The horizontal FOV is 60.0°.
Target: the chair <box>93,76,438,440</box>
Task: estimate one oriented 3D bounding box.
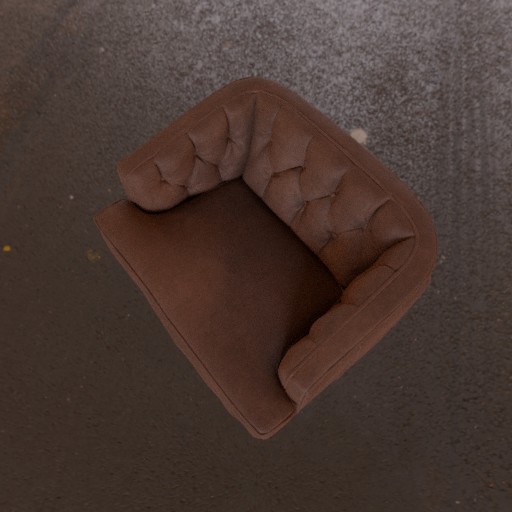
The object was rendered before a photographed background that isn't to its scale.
[{"bbox_3d":[0.000,0.000,1.789,0.914,0.787,1.118,-36,68,-17],"label":"chair"}]
